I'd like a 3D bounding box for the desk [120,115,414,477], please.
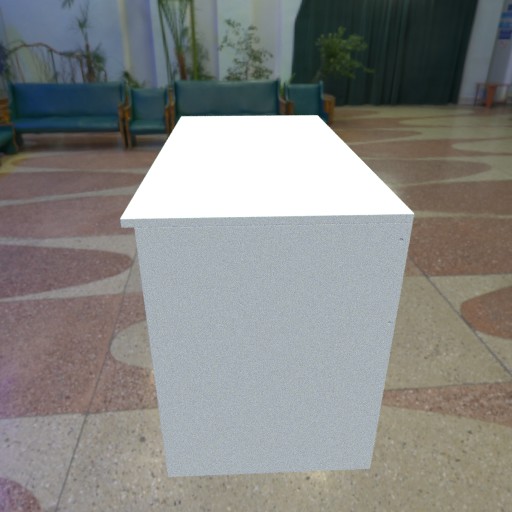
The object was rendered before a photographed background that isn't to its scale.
[{"bbox_3d":[0.000,0.000,1.496,0.560,0.730,1.100,-1,27,-2],"label":"desk"}]
